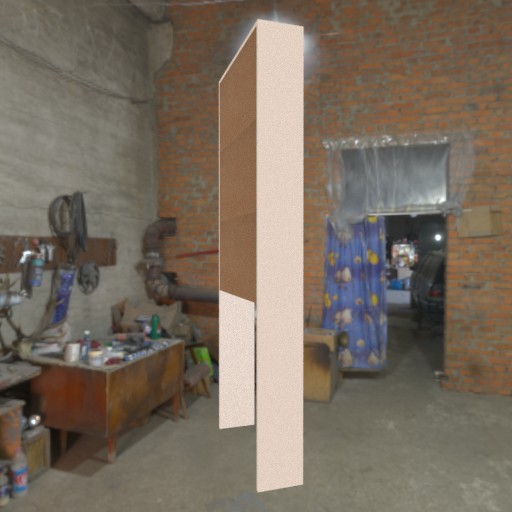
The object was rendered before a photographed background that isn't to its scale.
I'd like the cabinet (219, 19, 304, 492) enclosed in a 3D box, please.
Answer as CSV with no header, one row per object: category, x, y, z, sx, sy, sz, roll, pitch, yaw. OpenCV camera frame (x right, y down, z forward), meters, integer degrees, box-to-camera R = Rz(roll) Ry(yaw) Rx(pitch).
cabinet,0.000,0.000,1.992,0.192,1.770,0.643,0,1,-18
